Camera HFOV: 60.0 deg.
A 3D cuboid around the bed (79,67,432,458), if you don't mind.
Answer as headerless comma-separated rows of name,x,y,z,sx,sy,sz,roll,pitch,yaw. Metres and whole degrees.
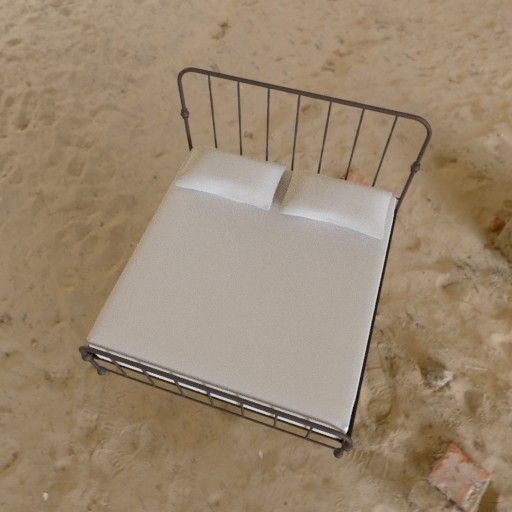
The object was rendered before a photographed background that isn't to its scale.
bed,0.000,0.000,3.358,2.044,1.446,2.134,16,60,9
